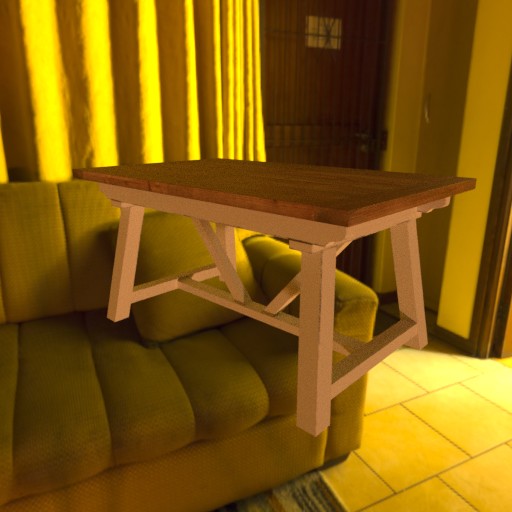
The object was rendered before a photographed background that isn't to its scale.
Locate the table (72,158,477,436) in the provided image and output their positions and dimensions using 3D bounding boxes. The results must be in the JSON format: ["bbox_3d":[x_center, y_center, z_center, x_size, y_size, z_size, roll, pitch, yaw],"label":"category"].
[{"bbox_3d":[0.000,0.000,2.013,1.503,0.743,0.922,15,22,41],"label":"table"}]
